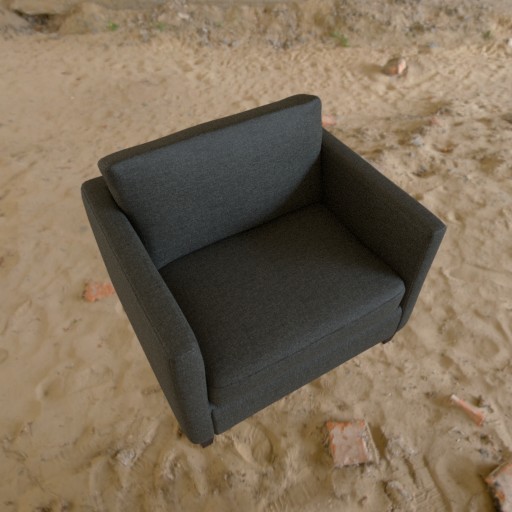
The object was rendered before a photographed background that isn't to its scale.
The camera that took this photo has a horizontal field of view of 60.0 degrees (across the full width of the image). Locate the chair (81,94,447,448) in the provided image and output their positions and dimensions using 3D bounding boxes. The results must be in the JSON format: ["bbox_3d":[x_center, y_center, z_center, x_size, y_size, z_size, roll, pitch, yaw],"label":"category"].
[{"bbox_3d":[0.000,0.000,1.849,1.107,0.963,0.959,-23,51,-20],"label":"chair"}]
